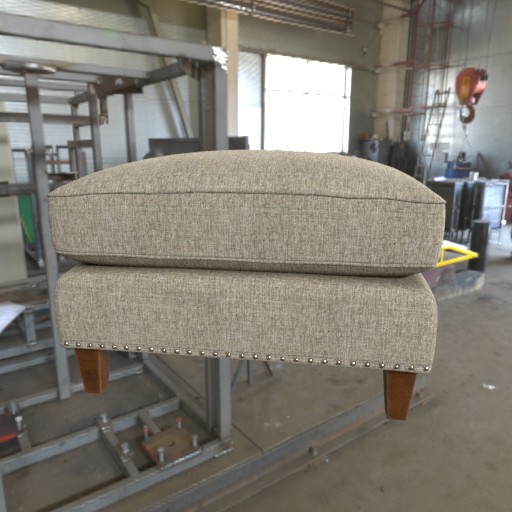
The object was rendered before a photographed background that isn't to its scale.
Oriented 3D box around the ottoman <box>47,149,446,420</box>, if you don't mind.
[{"bbox_3d":[0.000,0.000,1.098,0.741,0.513,0.584,2,14,8],"label":"ottoman"}]
